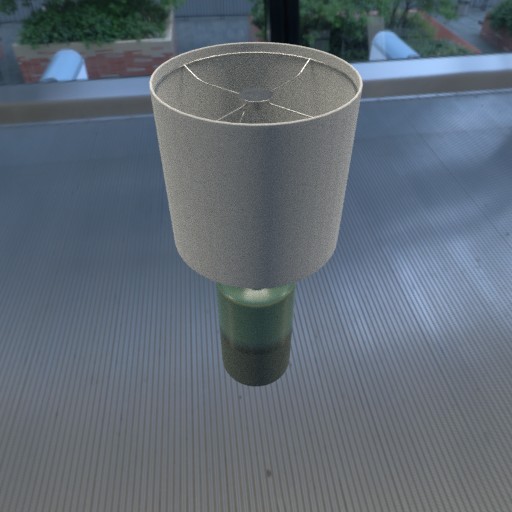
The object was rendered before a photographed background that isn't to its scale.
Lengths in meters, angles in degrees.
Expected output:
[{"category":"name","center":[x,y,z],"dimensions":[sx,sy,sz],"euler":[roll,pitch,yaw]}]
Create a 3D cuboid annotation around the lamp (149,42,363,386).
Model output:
[{"category":"lamp","center":[0.000,0.000,0.613],"dimensions":[0.212,0.493,0.212],"euler":[28,49,26]}]
